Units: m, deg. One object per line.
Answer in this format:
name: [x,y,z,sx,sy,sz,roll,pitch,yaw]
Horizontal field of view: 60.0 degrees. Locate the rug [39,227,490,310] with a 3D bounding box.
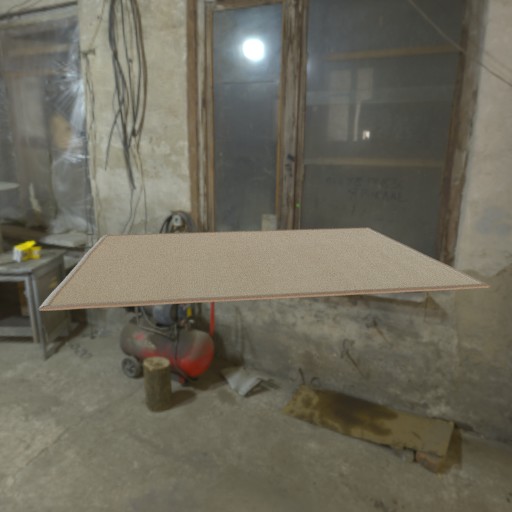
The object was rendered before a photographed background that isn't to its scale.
rug: [0.000,0.000,2.715,2.081,0.020,1.525,-2,14,-8]
